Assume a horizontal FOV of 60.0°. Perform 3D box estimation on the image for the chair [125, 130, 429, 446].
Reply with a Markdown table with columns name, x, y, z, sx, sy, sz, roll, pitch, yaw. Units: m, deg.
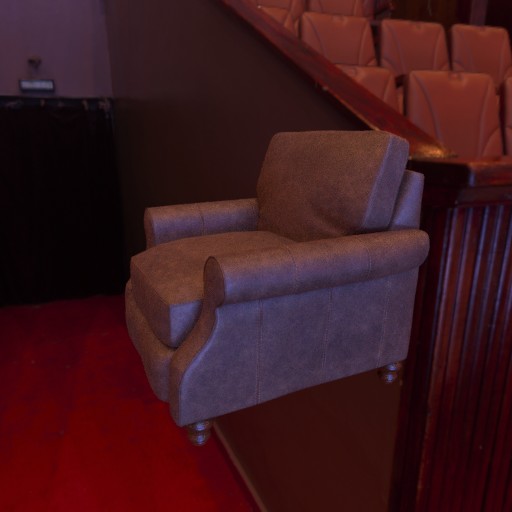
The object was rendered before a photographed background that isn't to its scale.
| name | x | y | z | sx | sy | sz | roll | pitch | yaw |
| --- | --- | --- | --- | --- | --- | --- | --- | --- | --- |
| chair | 0.000 | 0.000 | 1.786 | 1.002 | 0.976 | 0.996 | -8 | 19 | -25 |
